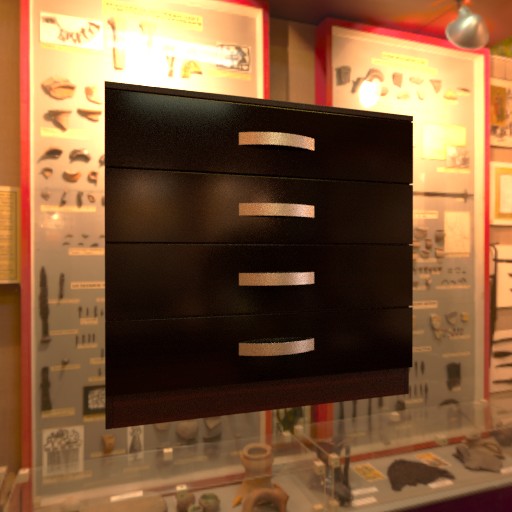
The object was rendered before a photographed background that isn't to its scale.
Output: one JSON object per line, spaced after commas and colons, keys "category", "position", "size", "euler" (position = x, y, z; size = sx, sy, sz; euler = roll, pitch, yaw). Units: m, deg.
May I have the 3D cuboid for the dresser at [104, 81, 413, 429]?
{"category": "dresser", "position": [0.000, 0.000, 1.167], "size": [0.750, 0.720, 0.360], "euler": [0, 1, -18]}
